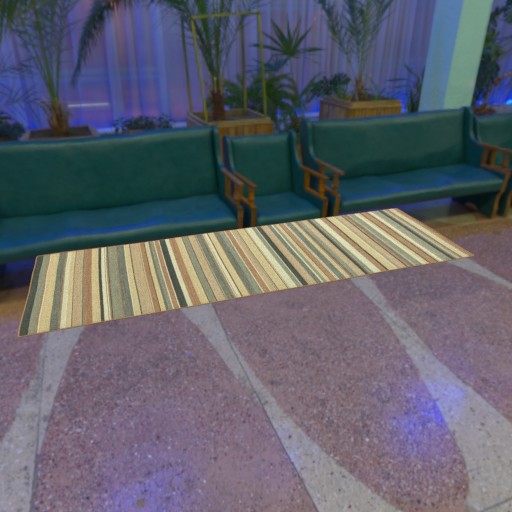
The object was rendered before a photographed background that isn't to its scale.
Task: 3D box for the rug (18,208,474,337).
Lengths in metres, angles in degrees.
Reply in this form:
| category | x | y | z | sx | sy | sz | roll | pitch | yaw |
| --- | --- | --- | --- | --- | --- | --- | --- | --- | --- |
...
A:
| category | x | y | z | sx | sy | sz | roll | pitch | yaw |
| --- | --- | --- | --- | --- | --- | --- | --- | --- | --- |
| rug | 0.000 | 0.000 | 2.593 | 2.444 | 0.010 | 0.799 | -9 | 29 | -16 |
